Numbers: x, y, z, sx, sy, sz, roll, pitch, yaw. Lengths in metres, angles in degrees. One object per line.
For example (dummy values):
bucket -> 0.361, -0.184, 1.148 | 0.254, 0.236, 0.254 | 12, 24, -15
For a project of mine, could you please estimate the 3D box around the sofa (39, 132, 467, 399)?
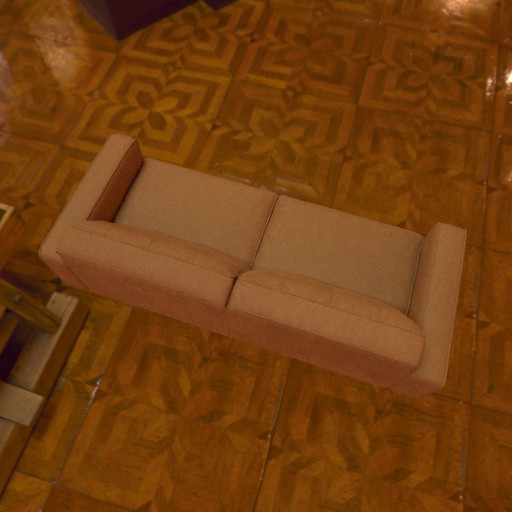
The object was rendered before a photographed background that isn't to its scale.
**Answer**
sofa -> 0.000, 0.000, 2.636 | 2.270, 0.780, 0.953 | 17, 65, 8
